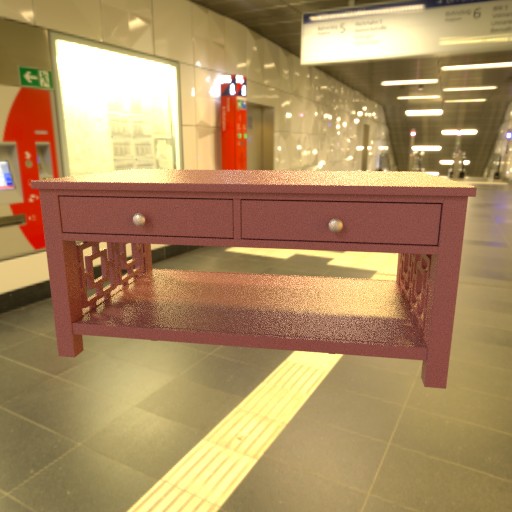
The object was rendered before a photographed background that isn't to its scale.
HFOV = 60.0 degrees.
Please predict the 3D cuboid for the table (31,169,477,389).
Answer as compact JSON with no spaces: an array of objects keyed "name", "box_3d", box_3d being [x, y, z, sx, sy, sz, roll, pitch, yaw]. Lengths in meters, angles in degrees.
[{"name":"table","box_3d":[0.000,0.000,1.384,1.068,0.493,0.612,2,14,9]}]
